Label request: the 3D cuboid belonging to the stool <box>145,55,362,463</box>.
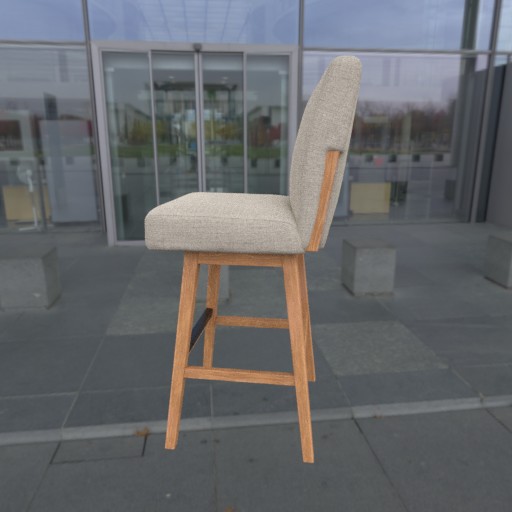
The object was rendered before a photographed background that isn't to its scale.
[{"bbox_3d":[0.000,0.000,1.405,0.569,1.106,0.483,2,15,8],"label":"stool"}]
